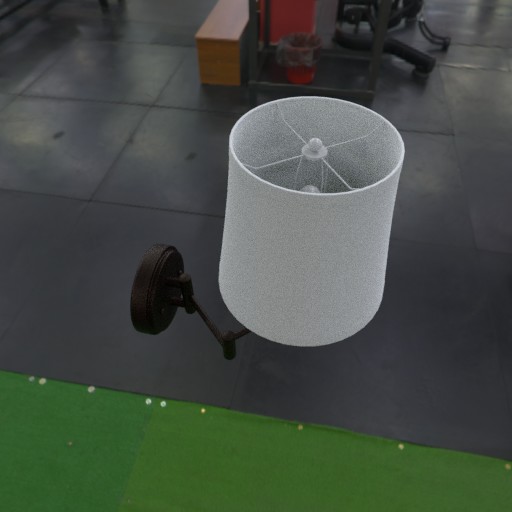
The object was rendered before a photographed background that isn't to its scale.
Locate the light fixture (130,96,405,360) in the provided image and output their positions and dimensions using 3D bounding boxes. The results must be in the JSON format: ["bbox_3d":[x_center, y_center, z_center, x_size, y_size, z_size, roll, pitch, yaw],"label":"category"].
[{"bbox_3d":[0.000,0.000,0.270,0.157,0.172,0.100,10,48,9],"label":"light fixture"}]
